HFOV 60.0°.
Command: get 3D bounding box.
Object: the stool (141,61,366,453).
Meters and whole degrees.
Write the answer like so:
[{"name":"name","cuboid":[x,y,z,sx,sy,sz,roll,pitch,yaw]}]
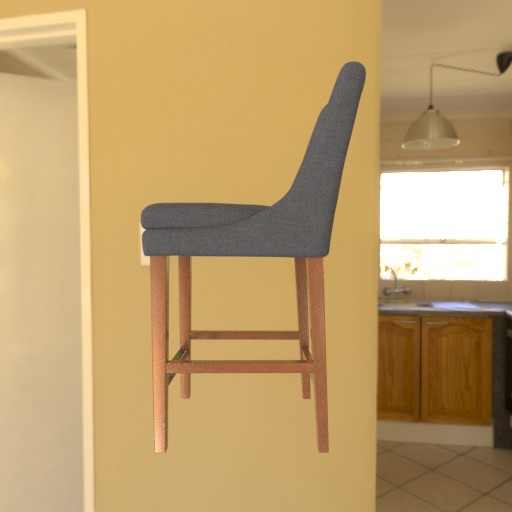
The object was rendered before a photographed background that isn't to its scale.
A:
[{"name":"stool","cuboid":[0.000,0.000,1.310,0.577,0.981,0.470,0,2,0]}]
